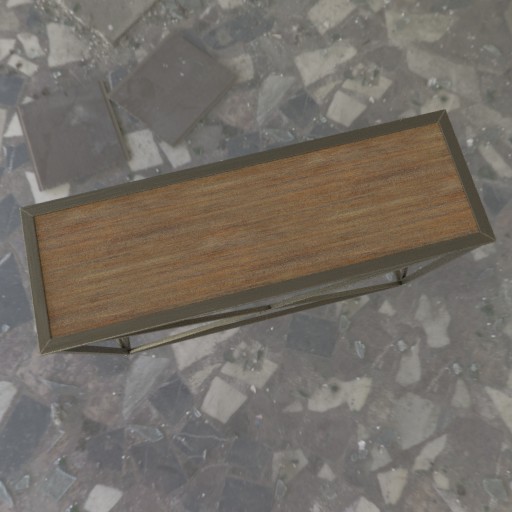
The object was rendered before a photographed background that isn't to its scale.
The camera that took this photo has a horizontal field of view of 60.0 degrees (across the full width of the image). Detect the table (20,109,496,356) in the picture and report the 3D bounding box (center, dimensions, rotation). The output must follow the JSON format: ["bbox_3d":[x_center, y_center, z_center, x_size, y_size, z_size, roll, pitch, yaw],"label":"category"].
[{"bbox_3d":[0.000,0.000,1.551,1.216,0.753,0.402,-14,77,-3],"label":"table"}]
